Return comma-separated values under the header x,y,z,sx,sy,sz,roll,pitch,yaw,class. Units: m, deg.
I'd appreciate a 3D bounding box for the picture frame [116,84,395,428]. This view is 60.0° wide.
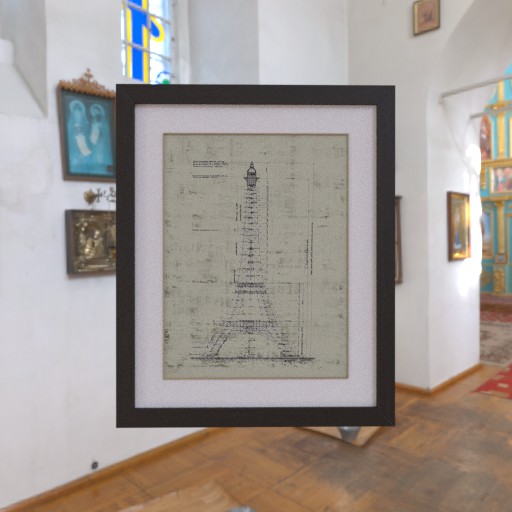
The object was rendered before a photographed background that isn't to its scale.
x,y,z,sx,sy,sz,roll,pitch,yaw,class
0.000,0.000,0.740,0.452,0.555,0.044,0,0,-1,picture frame
